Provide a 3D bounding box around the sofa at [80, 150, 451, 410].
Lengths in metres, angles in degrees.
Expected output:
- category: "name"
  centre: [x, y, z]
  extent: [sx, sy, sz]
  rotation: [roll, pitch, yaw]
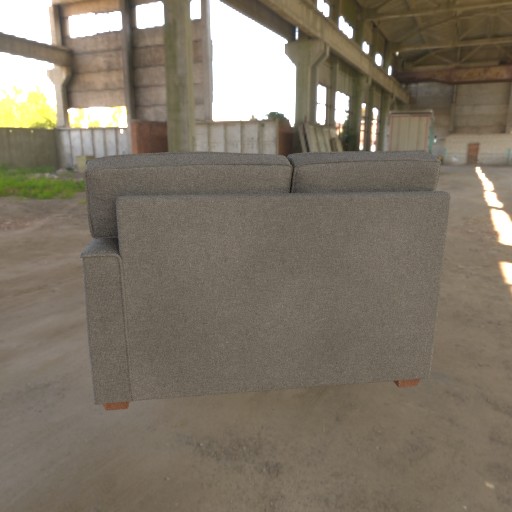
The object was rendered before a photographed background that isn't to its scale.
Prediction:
- category: "sofa"
  centre: [0.000, 0.000, 2.112]
  extent: [1.388, 0.989, 0.991]
  rotation: [-2, 14, -8]
